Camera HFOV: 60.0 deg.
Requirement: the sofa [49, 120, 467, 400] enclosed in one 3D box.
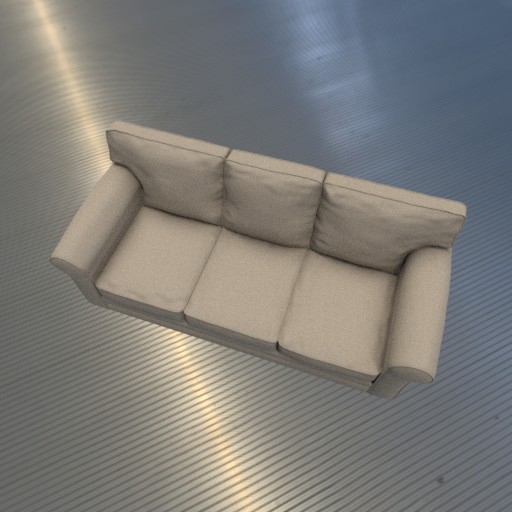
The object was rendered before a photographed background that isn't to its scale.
[{"bbox_3d":[0.000,0.000,2.616,2.118,0.889,0.998,16,59,10],"label":"sofa"}]
